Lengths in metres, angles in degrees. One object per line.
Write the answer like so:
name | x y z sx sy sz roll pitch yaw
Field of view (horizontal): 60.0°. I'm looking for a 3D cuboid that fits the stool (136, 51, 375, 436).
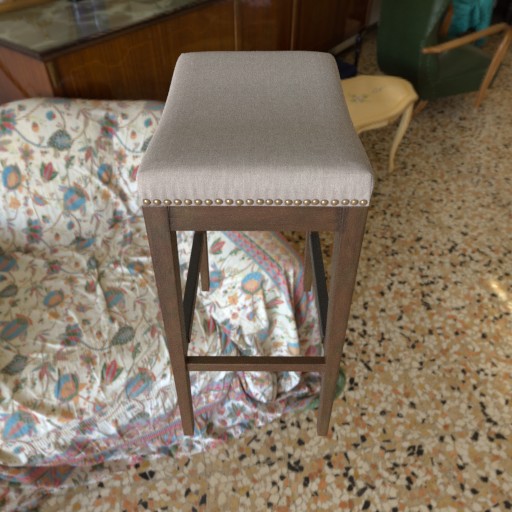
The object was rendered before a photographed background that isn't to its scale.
stool | 0.000 0.000 1.026 0.356 0.762 0.508 0 43 0
